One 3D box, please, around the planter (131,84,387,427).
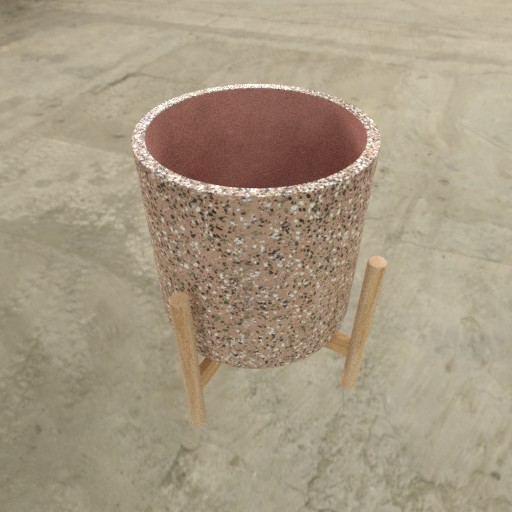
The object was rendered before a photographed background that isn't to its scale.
[{"bbox_3d":[0.000,0.000,0.687,0.360,0.419,0.360,-27,48,-27],"label":"planter"}]
